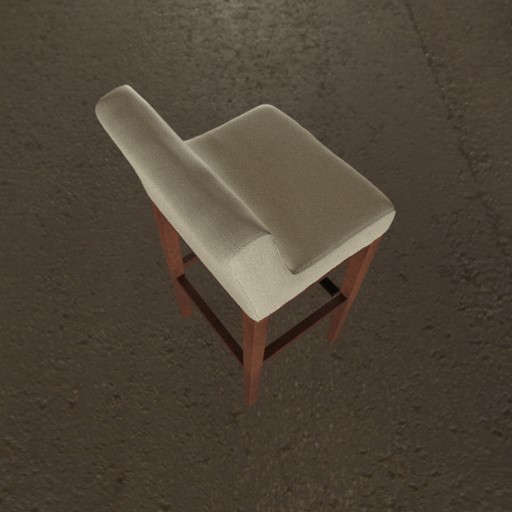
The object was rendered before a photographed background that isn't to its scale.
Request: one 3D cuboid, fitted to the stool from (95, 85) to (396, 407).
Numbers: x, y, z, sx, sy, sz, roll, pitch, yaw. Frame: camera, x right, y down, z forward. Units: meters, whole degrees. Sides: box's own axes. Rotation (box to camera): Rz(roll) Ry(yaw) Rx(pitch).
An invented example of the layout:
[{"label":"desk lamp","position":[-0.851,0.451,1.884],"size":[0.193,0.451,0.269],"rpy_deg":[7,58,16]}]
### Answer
[{"label":"stool","position":[0.000,0.000,1.316],"size":[0.500,1.037,0.511],"rpy_deg":[-32,62,-20]}]
